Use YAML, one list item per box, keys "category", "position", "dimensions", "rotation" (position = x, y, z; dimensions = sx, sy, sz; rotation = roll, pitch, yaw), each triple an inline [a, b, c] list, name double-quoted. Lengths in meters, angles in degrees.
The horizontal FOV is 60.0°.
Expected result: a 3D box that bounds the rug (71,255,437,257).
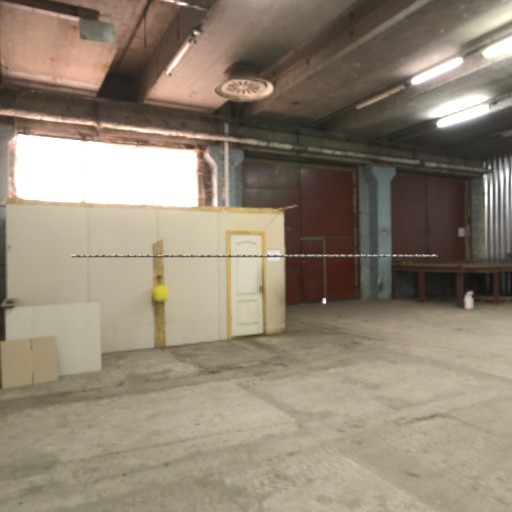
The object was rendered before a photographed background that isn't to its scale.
- category: "rug"
  position: [0.000, 0.000, 2.229]
  dimensions: [1.144, 0.008, 1.752]
  rotation: [0, 0, 0]
